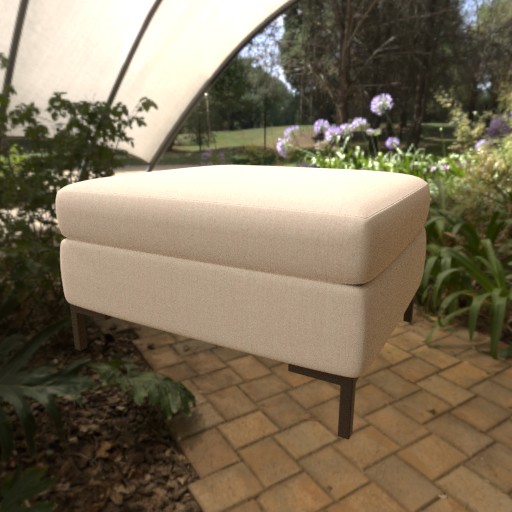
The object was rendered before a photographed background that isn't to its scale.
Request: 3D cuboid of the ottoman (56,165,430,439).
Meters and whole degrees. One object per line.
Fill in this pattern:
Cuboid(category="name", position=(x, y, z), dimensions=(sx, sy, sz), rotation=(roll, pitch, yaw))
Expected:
Cuboid(category="ottoman", position=(0.000, 0.000, 1.192), dimensions=(0.794, 0.453, 0.657), rotation=(8, 18, 28))
